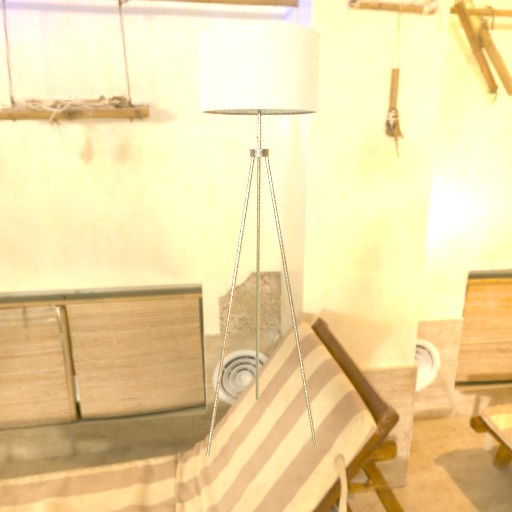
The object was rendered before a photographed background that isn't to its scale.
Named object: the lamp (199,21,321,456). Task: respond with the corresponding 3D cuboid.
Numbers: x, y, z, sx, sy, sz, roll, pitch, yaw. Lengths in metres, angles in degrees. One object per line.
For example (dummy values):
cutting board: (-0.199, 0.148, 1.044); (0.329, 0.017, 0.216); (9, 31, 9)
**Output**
lamp: (0.000, 0.000, 1.717); (0.448, 1.545, 0.458); (-3, 15, -10)
